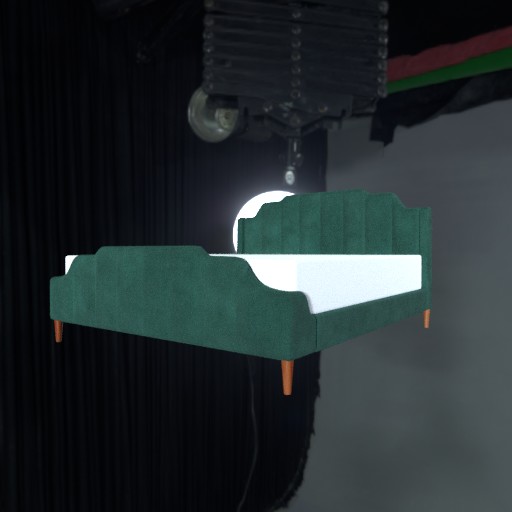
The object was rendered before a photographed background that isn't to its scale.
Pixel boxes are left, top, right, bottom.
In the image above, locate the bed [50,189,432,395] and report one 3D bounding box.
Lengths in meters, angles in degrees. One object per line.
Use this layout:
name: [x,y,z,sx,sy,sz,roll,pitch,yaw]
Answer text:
bed: [0.000,0.000,3.518,2.074,1.245,2.340,1,1,37]
